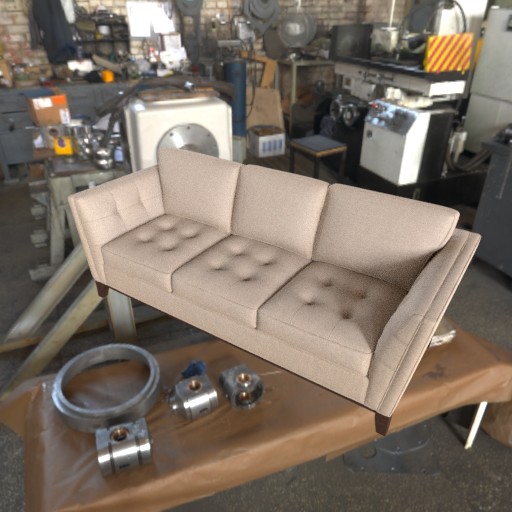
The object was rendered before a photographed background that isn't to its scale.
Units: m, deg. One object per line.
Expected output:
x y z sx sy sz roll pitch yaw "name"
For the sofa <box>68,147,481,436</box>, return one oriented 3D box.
0.000 0.000 2.844 2.388 0.940 0.965 19 35 29 "sofa"
